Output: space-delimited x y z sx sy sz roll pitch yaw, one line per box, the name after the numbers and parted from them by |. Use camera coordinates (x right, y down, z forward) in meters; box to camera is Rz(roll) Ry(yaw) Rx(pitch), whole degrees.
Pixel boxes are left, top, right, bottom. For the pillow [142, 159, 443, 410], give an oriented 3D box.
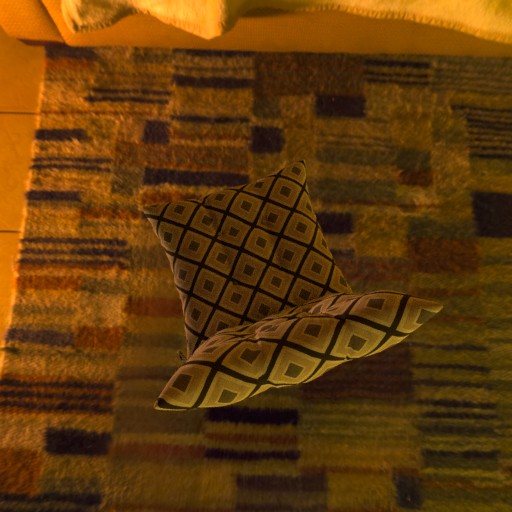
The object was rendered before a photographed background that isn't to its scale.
0.000 0.000 1.033 0.541 0.536 0.585 -18 77 -4 | pillow
